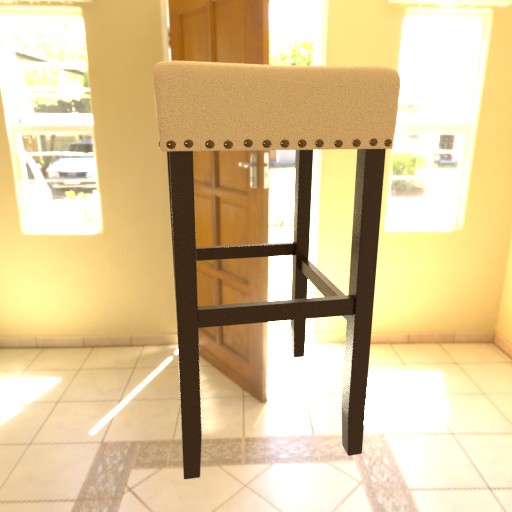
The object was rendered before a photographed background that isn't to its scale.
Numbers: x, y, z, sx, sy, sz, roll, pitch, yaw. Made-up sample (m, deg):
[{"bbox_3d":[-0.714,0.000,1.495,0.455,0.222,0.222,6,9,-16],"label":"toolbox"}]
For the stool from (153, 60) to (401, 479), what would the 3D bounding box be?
[{"bbox_3d":[0.000,0.000,1.004,0.401,0.762,0.471,-3,17,-11],"label":"stool"}]
